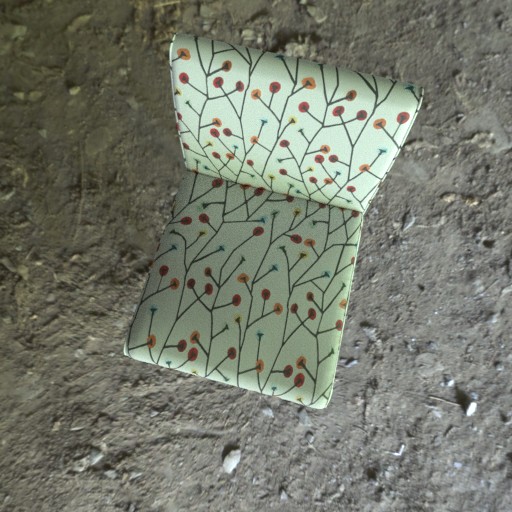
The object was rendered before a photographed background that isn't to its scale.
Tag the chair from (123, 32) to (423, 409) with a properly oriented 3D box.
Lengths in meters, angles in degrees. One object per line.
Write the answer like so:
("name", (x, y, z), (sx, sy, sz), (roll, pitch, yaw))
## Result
("chair", (0.000, 0.000, 1.275), (0.597, 0.813, 0.732), (14, 76, 4))
